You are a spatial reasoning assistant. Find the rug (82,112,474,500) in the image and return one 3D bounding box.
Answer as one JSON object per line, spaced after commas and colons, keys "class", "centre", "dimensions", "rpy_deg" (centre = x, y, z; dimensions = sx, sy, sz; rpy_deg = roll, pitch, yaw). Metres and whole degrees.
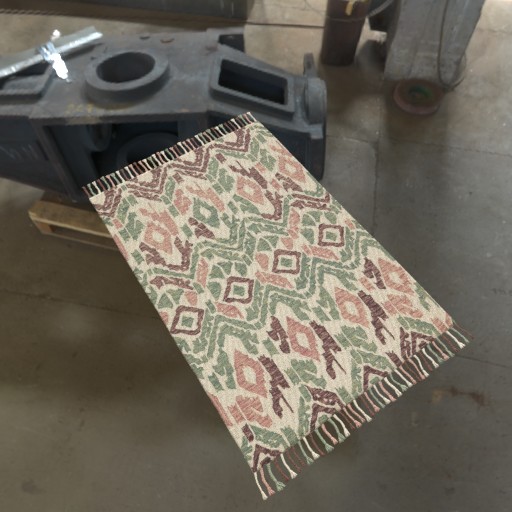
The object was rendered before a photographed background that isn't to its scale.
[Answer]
{"class": "rug", "centre": [0.000, 0.000, 2.949], "dimensions": [1.524, 0.011, 2.438], "rpy_deg": [-30, 63, -17]}
